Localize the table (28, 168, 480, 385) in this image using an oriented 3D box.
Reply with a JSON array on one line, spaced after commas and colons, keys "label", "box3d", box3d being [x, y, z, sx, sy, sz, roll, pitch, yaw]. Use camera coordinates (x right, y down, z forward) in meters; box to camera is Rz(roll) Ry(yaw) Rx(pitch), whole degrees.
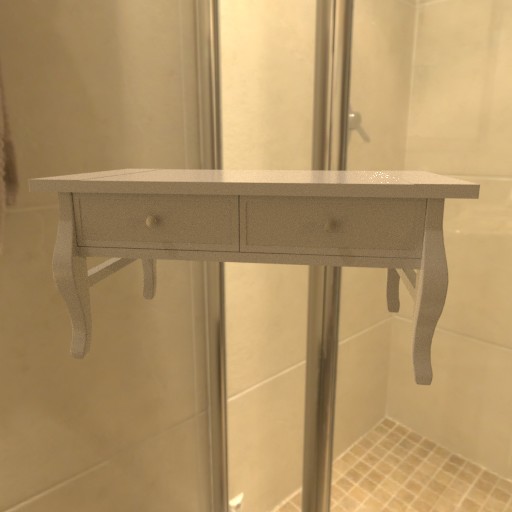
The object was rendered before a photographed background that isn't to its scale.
[{"label": "table", "box3d": [0.000, 0.000, 1.366, 1.062, 0.495, 0.600, 2, 14, 8]}]
